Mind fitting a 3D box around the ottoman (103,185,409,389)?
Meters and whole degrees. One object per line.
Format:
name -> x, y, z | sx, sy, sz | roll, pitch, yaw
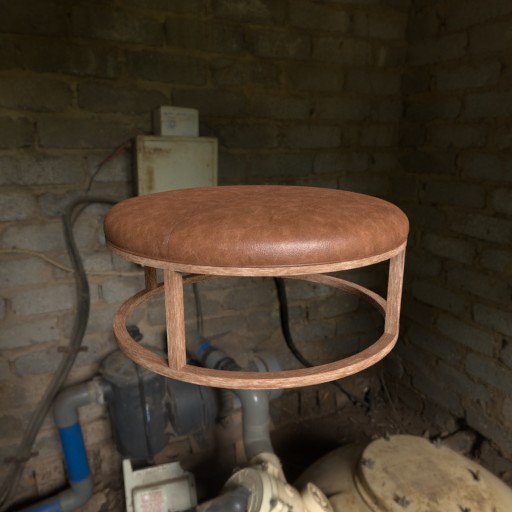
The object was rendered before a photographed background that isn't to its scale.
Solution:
ottoman -> 0.000, 0.000, 1.566 | 1.006, 0.445, 1.006 | 0, 15, 0
